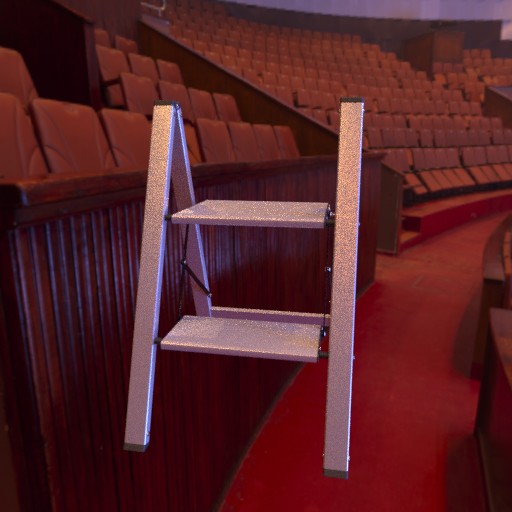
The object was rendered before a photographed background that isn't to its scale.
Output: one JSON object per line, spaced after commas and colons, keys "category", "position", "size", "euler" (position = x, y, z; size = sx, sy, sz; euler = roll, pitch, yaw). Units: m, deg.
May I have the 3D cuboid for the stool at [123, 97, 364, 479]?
{"category": "stool", "position": [0.000, 0.000, 1.002], "size": [0.440, 0.670, 0.535], "euler": [3, 15, 10]}
